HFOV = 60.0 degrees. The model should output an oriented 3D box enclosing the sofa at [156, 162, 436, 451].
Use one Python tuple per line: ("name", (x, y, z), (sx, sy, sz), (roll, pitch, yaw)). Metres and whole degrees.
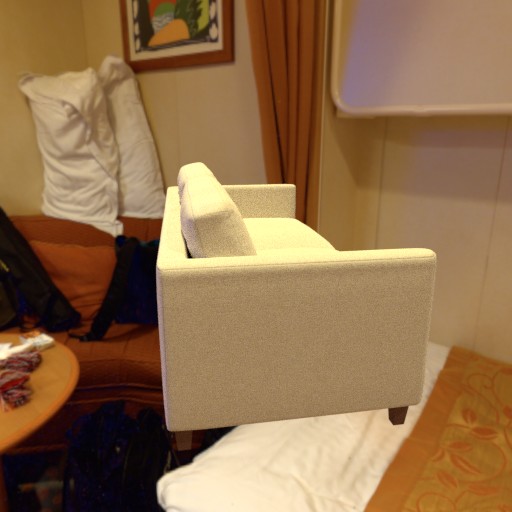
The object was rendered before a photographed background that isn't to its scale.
("sofa", (0.000, 0.000, 2.394), (0.965, 0.889, 1.981), (-3, 16, -9))
